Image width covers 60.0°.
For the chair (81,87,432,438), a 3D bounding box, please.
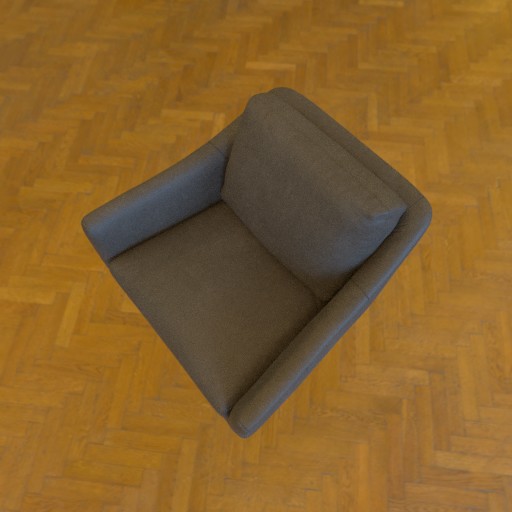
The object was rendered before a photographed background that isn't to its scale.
[{"bbox_3d":[0.000,0.000,1.757,0.961,0.901,0.988,-37,69,-17],"label":"chair"}]
